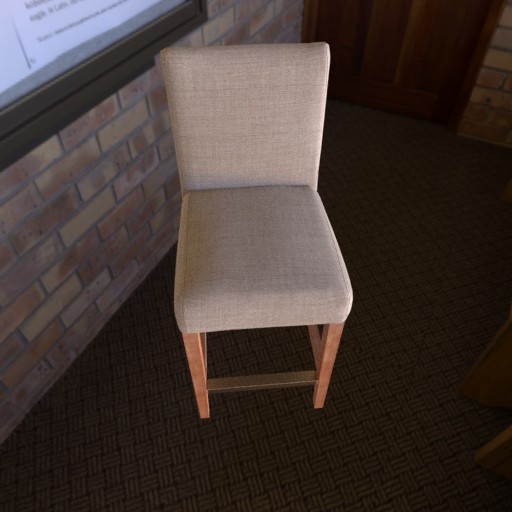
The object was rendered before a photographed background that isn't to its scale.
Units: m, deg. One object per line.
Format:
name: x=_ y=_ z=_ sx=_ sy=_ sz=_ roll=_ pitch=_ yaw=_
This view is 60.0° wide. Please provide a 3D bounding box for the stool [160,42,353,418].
stool: x=0.000 y=0.000 z=1.335 sx=0.454 sy=1.039 sz=0.567 roll=-4 pitch=48 yaw=-3
